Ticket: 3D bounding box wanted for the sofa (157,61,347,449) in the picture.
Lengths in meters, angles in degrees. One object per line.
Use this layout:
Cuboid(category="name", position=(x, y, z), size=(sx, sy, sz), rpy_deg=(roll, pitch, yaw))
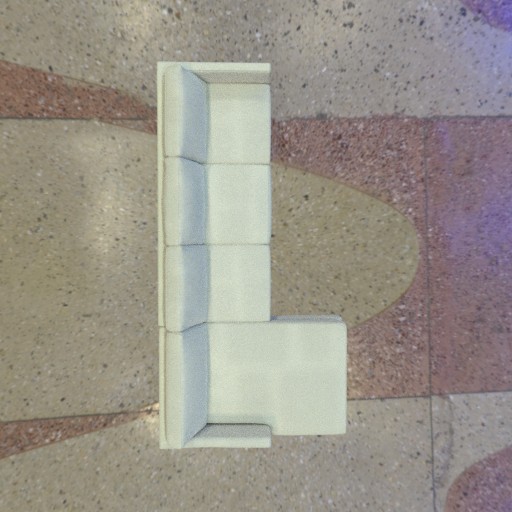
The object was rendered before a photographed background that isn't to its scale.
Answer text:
Cuboid(category="sofa", position=(0.000, 0.000, 3.875), size=(1.625, 0.861, 3.186), rpy_deg=(0, 91, -1))
